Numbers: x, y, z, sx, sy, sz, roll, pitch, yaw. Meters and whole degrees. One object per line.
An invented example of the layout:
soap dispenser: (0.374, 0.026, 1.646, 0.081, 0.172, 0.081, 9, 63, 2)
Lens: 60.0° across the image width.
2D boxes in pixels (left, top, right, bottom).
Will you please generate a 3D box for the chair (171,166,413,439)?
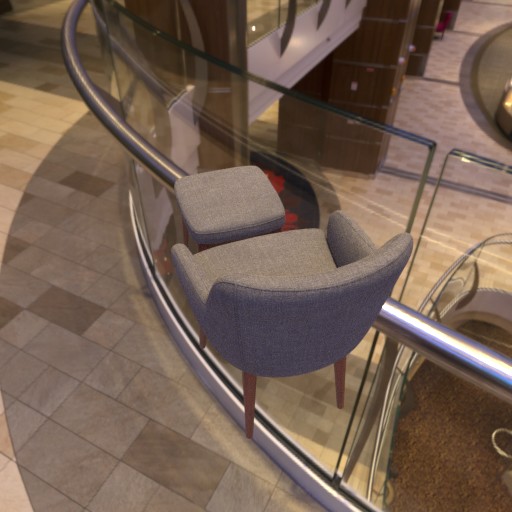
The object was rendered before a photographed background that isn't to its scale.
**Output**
chair: (0.000, 0.000, 1.554, 0.584, 0.799, 1.107, -13, 43, -14)
